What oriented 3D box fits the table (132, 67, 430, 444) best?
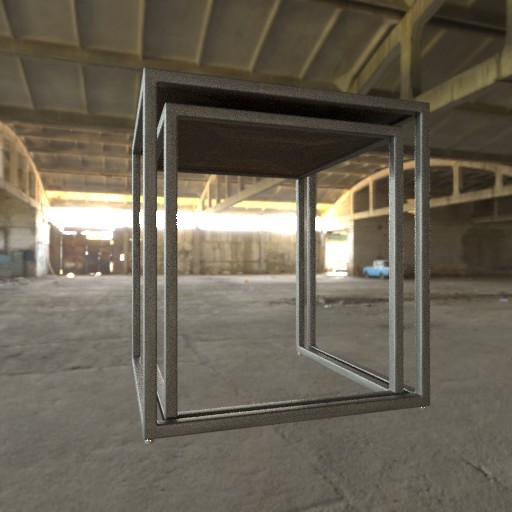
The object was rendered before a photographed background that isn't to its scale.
[{"bbox_3d":[0.000,0.000,0.862,0.450,0.500,0.449,0,0,-17],"label":"table"}]
